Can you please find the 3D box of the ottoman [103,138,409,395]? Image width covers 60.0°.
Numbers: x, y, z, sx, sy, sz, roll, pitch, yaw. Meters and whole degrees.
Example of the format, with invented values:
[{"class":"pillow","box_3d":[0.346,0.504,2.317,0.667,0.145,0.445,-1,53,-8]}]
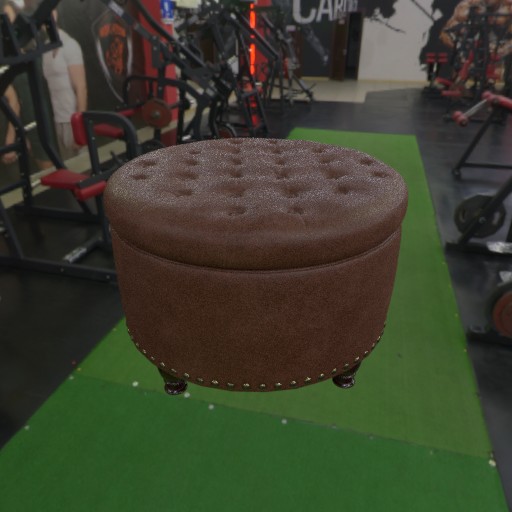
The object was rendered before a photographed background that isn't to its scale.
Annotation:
[{"class":"ottoman","box_3d":[0.000,0.000,1.050,0.637,0.442,0.637,0,28,0]}]
